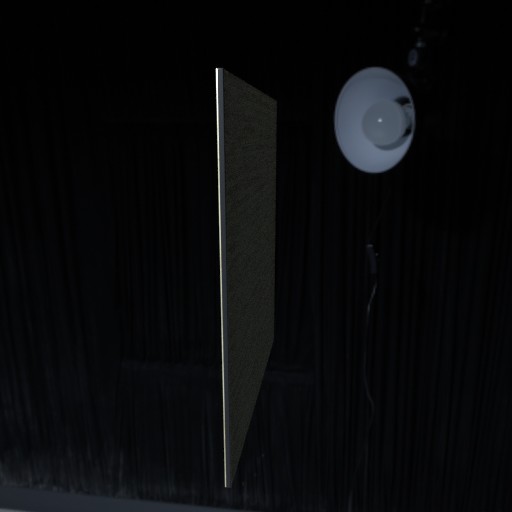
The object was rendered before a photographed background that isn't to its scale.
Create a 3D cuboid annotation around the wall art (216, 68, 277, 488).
[{"bbox_3d":[0.000,0.000,0.791,0.009,0.559,0.483,3,15,9],"label":"wall art"}]
